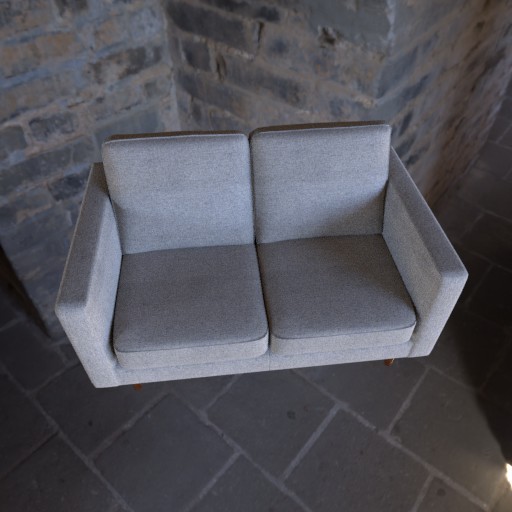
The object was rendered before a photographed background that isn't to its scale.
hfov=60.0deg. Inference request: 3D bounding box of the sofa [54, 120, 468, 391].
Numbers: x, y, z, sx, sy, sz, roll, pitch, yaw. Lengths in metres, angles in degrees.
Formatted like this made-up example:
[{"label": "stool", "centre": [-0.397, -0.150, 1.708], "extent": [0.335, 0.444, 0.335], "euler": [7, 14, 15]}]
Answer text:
[{"label": "sofa", "centre": [0.000, 0.000, 2.096], "extent": [1.527, 0.973, 0.969], "euler": [-4, 46, -4]}]
